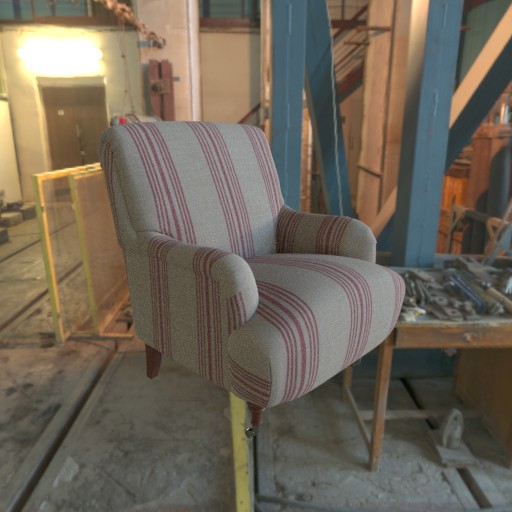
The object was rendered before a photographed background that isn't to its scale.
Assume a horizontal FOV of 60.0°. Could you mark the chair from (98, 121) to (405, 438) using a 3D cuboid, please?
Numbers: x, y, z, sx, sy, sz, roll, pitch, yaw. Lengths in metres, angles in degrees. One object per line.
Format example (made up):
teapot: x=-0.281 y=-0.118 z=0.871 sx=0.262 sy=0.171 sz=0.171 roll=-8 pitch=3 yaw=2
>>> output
chair: x=0.000 y=0.000 z=1.914 sx=1.058 sy=1.123 sz=0.933 roll=15 pitch=22 yaw=42
